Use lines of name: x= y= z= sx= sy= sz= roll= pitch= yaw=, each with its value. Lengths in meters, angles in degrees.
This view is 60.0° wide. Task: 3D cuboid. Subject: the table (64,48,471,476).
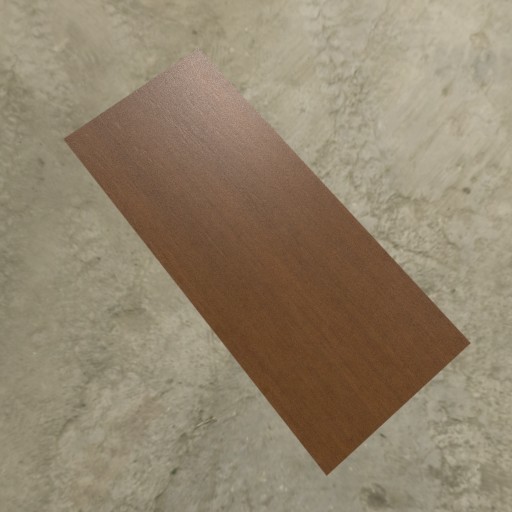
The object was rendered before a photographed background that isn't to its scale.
table: x=0.000 y=0.000 z=1.402 sx=0.490 sy=0.464 sz=1.119 roll=-38 pitch=78 yaw=-9
